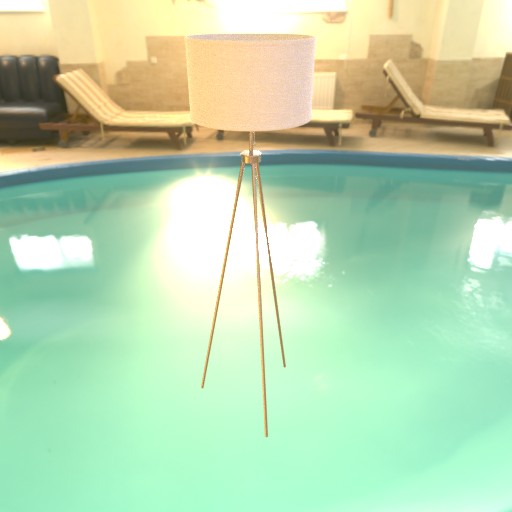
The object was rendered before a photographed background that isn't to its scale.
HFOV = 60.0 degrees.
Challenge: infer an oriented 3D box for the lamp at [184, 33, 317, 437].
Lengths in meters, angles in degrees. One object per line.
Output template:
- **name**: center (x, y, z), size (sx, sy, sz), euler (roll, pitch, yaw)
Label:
- **lamp**: center (0.000, 0.000, 1.739), size (0.448, 1.545, 0.458), euler (-12, 31, -20)
